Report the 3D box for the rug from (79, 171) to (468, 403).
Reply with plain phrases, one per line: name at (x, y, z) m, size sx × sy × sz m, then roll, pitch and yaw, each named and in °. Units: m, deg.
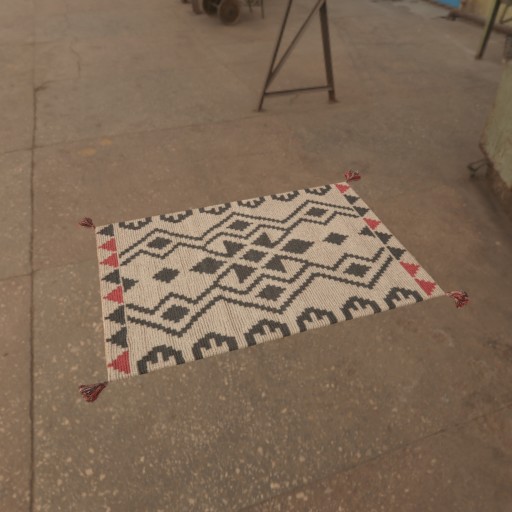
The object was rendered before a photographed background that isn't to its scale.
rug at (0.000, 0.000, 2.670) m, size 2.069 × 0.067 × 1.444 m, roll -12°, pitch 43°, yaw -13°
